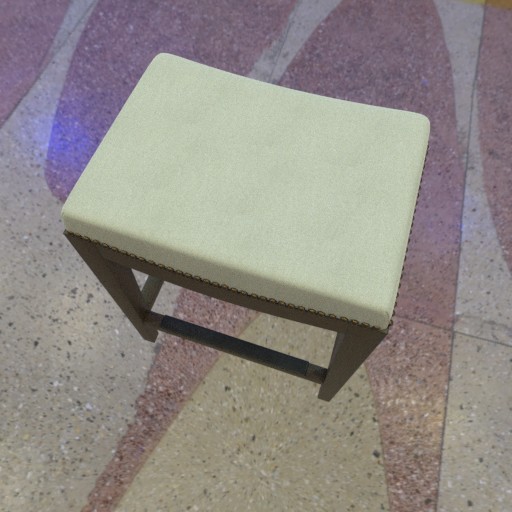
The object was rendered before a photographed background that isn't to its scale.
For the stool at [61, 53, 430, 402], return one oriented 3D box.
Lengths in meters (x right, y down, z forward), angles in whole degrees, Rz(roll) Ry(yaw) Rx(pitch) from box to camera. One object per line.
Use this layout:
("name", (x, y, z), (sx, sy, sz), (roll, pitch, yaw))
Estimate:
("stool", (0.000, 0.000, 0.922), (0.500, 0.642, 0.361), (17, 65, 8))
